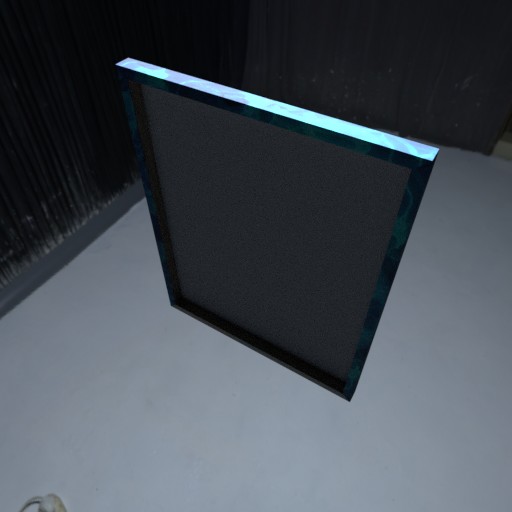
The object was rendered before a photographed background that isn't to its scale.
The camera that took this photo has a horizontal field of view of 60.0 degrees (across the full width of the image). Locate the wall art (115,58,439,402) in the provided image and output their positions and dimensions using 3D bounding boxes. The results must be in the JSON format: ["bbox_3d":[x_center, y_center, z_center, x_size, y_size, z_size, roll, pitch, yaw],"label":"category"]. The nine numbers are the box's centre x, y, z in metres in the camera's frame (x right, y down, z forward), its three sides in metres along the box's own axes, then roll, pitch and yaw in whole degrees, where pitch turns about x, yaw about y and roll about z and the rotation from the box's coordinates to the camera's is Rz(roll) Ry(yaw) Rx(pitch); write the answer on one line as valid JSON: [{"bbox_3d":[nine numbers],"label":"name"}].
[{"bbox_3d":[0.000,0.000,1.024,0.609,0.760,0.038,24,51,21],"label":"wall art"}]
